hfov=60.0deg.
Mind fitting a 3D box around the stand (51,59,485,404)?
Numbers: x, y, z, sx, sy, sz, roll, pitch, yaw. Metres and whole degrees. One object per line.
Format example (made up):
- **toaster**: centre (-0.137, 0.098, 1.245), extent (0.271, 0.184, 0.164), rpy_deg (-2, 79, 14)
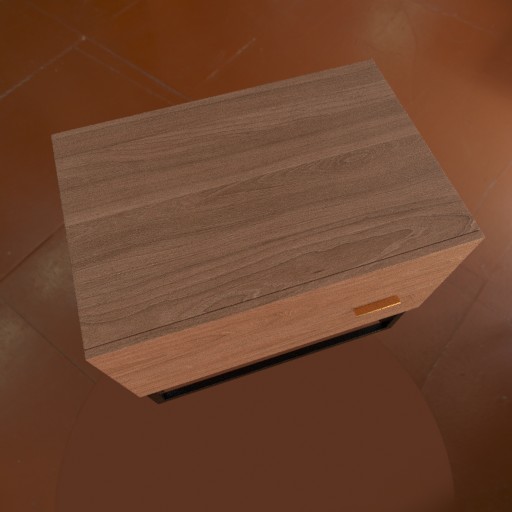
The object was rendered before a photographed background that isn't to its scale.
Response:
- **stand**: centre (0.000, 0.000, 0.932), extent (0.600, 0.500, 0.420), rpy_deg (-16, 65, -8)
